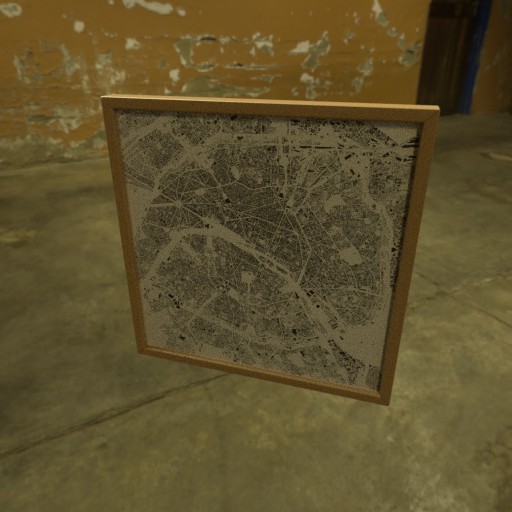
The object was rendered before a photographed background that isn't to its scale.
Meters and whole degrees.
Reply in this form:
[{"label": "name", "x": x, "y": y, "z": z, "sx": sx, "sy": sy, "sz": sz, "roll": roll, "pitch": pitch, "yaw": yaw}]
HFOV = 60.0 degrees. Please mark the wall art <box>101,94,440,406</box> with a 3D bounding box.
[{"label": "wall art", "x": 0.000, "y": 0.000, "z": 0.765, "sx": 0.509, "sy": 0.509, "sz": 0.036, "roll": 8, "pitch": 27, "yaw": 15}]
